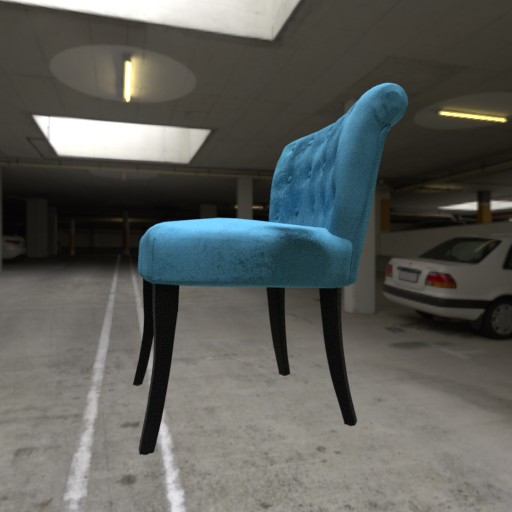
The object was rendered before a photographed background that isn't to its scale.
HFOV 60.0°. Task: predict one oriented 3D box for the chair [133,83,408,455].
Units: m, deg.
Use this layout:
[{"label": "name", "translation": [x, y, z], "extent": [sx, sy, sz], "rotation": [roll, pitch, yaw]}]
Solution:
[{"label": "chair", "translation": [0.000, 0.000, 1.147], "extent": [0.605, 0.750, 0.582], "rotation": [0, 0, -17]}]
